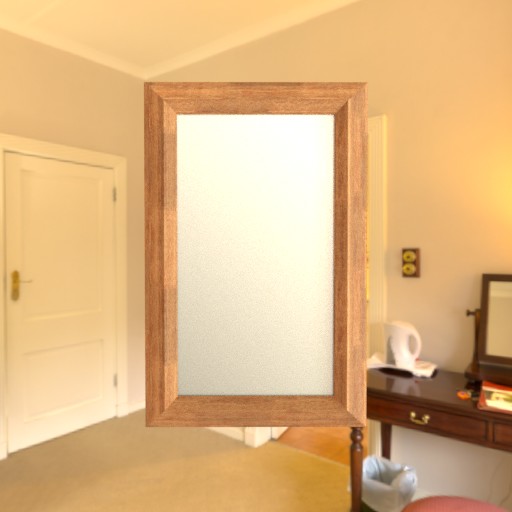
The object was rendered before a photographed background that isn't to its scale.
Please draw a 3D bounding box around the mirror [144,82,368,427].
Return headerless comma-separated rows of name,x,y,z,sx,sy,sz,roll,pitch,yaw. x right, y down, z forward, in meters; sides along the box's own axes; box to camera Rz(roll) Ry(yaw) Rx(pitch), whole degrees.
mirror,0.000,0.000,1.275,0.651,1.010,0.047,0,1,0
